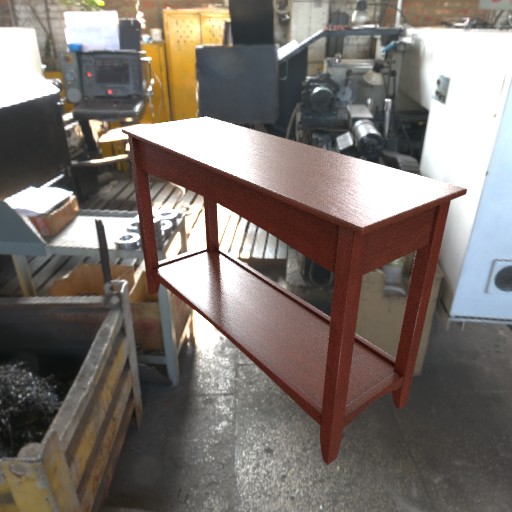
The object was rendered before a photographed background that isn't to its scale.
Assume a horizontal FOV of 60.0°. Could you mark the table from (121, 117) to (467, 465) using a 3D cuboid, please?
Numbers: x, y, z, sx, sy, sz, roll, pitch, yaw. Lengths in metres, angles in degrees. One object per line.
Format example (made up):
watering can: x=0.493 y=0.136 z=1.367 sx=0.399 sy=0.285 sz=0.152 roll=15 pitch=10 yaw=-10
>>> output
table: x=0.000 y=0.000 z=1.564 sx=0.392 sy=0.739 sz=1.188 roll=-20 pitch=34 yaw=-33
